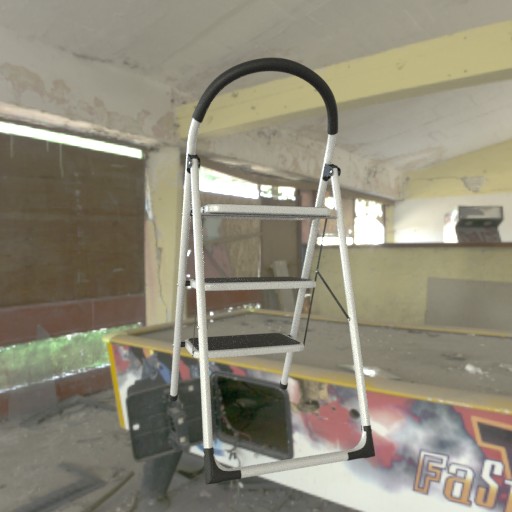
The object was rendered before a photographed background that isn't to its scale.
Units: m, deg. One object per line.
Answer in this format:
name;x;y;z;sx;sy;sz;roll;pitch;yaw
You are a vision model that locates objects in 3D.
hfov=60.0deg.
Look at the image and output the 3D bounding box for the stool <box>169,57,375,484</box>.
stool;0.000;0.000;1.459;0.485;1.109;0.676;0;1;-18
